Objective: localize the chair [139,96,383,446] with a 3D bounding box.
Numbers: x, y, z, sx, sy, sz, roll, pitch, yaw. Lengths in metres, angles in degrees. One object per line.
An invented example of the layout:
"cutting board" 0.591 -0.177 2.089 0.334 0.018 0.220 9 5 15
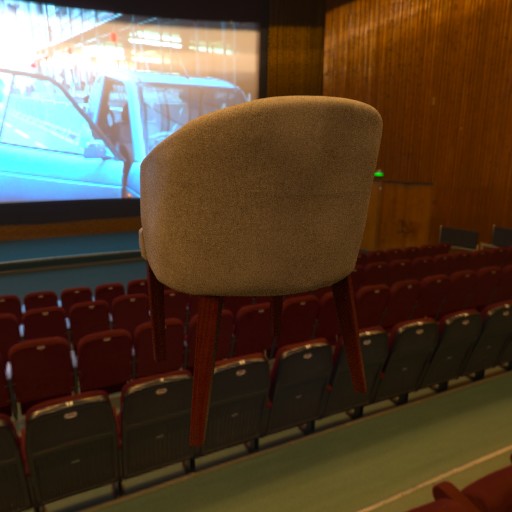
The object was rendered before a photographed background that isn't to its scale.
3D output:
"chair" 0.000 0.000 1.265 0.583 0.811 0.655 -7 16 -26
